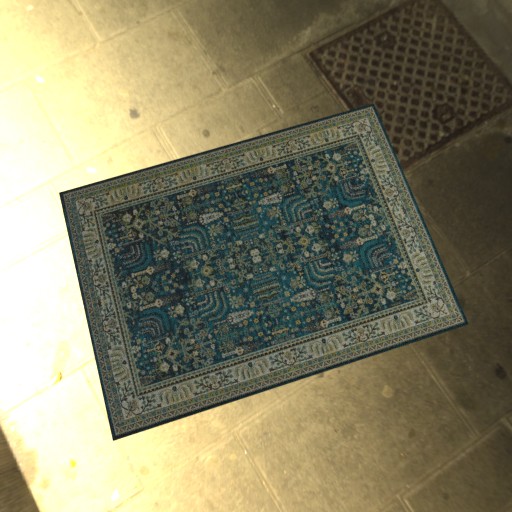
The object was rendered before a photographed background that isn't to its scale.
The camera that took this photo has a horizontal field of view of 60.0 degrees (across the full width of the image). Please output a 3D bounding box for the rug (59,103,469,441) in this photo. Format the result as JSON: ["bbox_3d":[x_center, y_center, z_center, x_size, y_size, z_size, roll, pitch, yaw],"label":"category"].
[{"bbox_3d":[0.000,0.000,2.802,2.213,0.013,1.594,-17,76,-4],"label":"rug"}]
